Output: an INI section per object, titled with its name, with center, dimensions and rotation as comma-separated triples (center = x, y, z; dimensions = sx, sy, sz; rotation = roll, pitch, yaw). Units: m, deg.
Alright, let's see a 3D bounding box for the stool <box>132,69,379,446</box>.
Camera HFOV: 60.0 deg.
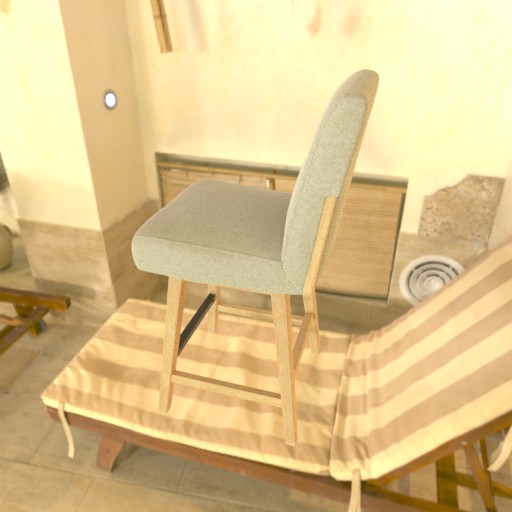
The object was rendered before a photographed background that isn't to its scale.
[stool]
center = 0.000, 0.000, 1.412
dimensions = 0.606, 1.085, 0.507
rotation = 8, 30, 15
